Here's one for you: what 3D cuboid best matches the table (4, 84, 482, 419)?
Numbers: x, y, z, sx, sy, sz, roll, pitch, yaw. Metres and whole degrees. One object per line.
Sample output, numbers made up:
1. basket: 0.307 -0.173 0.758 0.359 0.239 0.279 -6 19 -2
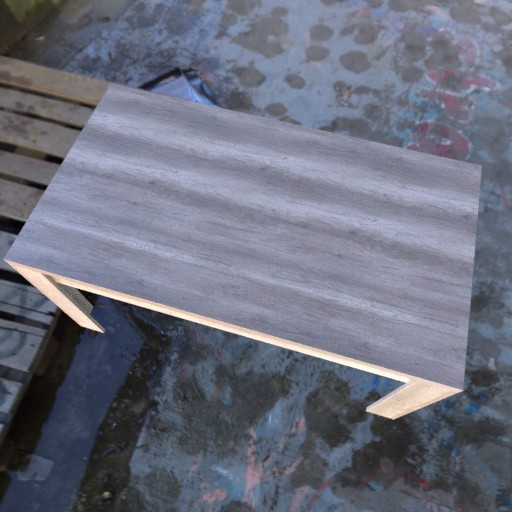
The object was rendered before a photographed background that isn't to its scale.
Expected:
1. table: 0.000 0.000 2.009 1.600 0.775 0.900 15 64 7
